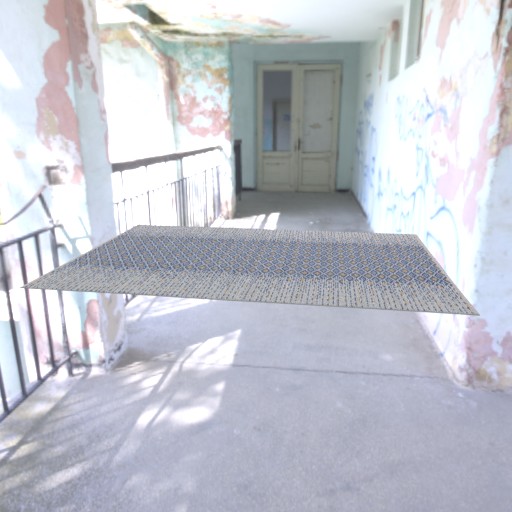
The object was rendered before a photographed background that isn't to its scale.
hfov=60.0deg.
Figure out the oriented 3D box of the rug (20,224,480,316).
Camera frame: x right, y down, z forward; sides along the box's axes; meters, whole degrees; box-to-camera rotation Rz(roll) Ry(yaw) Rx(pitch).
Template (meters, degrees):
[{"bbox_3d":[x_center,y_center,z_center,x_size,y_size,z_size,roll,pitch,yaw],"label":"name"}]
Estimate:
[{"bbox_3d":[0.000,0.000,2.312,1.828,0.005,1.219,3,17,8],"label":"rug"}]
